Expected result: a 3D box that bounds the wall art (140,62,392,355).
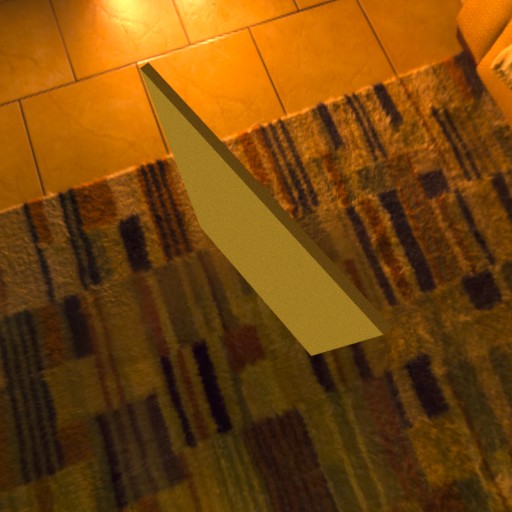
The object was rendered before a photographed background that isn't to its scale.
[{"bbox_3d":[0.000,0.000,0.615,0.010,0.474,0.325,-40,79,-9],"label":"wall art"}]
